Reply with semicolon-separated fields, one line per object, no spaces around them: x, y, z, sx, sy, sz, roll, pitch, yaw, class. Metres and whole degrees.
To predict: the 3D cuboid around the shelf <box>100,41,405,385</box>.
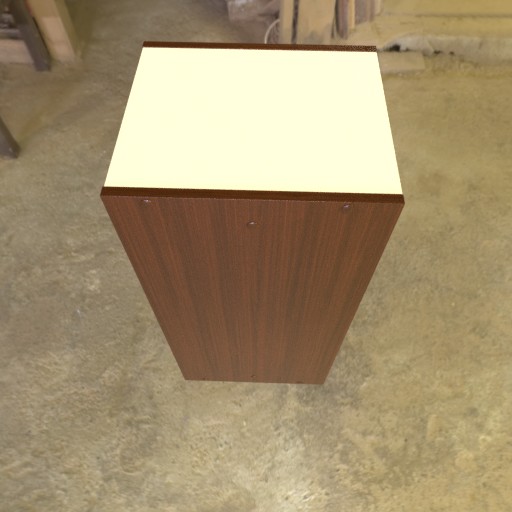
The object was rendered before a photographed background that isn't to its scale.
0.000;0.000;0.740;0.290;0.600;0.253;2;58;1;shelf
